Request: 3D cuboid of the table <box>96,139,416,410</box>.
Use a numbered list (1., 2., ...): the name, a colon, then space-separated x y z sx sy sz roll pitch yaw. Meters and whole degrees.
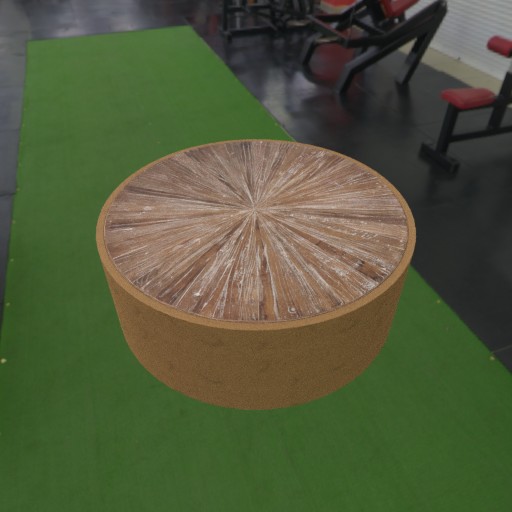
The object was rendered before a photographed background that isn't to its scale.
1. table: 0.000 0.000 1.566 1.001 0.409 1.001 0 41 0
